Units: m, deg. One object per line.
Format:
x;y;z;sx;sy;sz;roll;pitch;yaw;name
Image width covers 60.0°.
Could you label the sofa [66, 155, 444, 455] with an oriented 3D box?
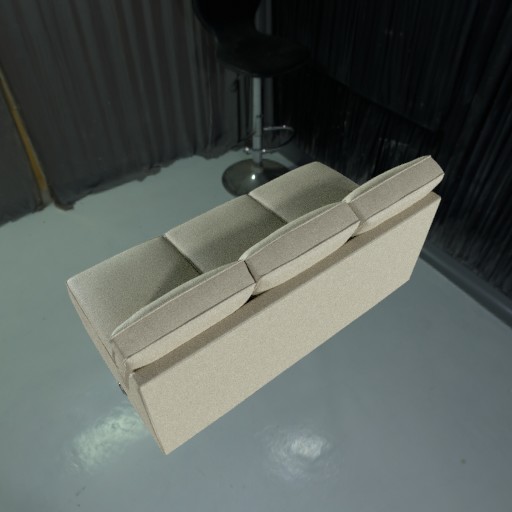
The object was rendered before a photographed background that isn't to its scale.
0.000;0.000;2.598;1.962;0.973;1.027;-29;53;-25;sofa
